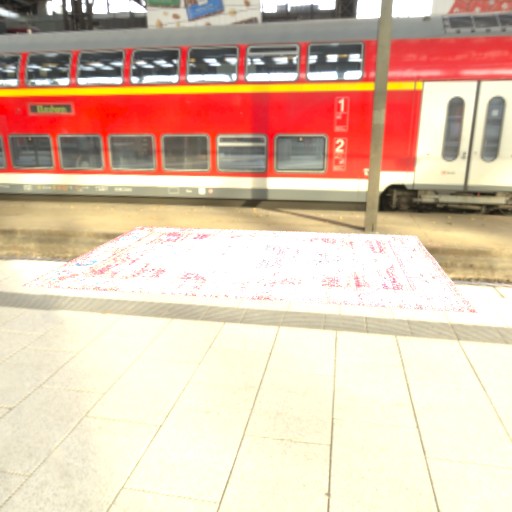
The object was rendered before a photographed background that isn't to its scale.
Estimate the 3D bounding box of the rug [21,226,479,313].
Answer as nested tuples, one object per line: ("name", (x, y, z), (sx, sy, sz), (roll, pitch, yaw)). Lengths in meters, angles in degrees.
("rug", (0.000, 0.000, 2.318), (1.829, 0.006, 1.219), (3, 16, 9))
